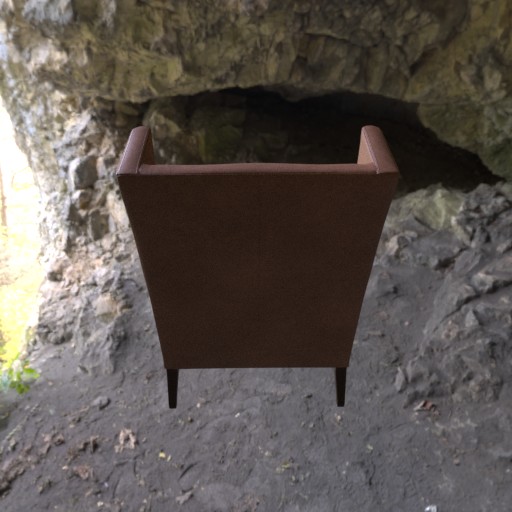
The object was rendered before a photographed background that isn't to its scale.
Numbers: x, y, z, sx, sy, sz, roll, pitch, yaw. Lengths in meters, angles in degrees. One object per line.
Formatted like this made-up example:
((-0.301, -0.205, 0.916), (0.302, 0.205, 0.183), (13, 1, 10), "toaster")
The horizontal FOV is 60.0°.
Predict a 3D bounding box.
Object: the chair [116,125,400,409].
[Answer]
((0.000, 0.000, 1.734), (0.815, 1.088, 0.913), (0, 30, -1), "chair")
